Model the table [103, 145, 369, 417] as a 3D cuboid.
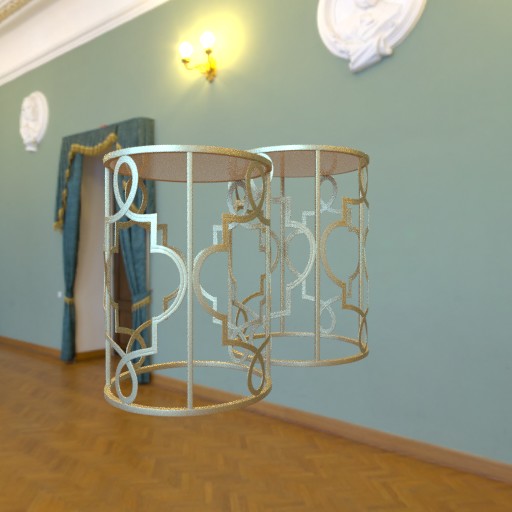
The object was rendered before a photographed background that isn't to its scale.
[{"bbox_3d":[0.000,0.000,1.162,0.420,0.564,0.846,0,1,36],"label":"table"}]
